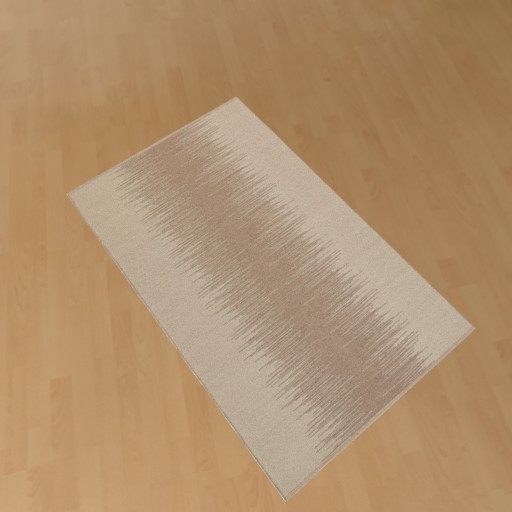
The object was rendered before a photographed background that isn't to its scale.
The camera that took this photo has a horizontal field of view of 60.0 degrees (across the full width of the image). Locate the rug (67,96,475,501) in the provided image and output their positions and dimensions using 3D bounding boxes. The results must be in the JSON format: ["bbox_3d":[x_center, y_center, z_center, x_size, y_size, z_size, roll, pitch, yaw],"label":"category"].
[{"bbox_3d":[0.000,0.000,2.935,1.522,0.012,2.440,-35,69,-16],"label":"rug"}]
